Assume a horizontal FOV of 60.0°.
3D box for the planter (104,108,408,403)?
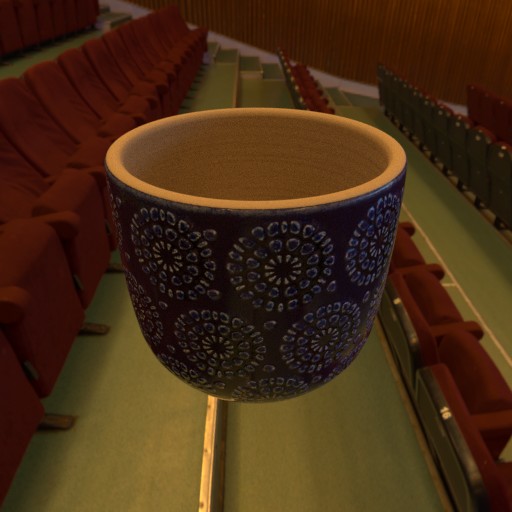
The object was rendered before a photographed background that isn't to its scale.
[{"bbox_3d":[0.000,0.000,0.287,0.165,0.149,0.165,0,32,0],"label":"planter"}]
